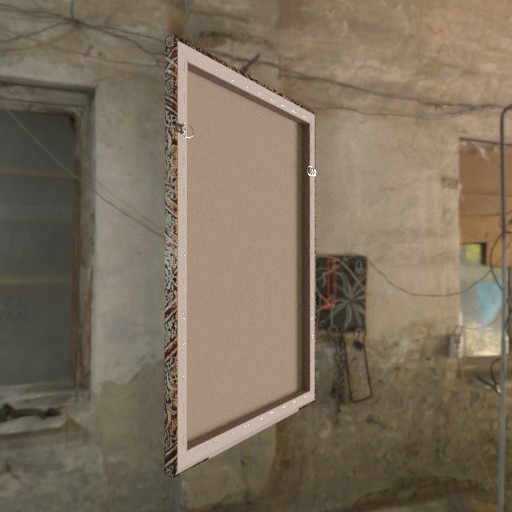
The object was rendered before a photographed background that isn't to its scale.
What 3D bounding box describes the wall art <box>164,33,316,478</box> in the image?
[{"bbox_3d":[0.000,0.000,1.149,0.030,0.904,0.599,0,-1,36],"label":"wall art"}]
